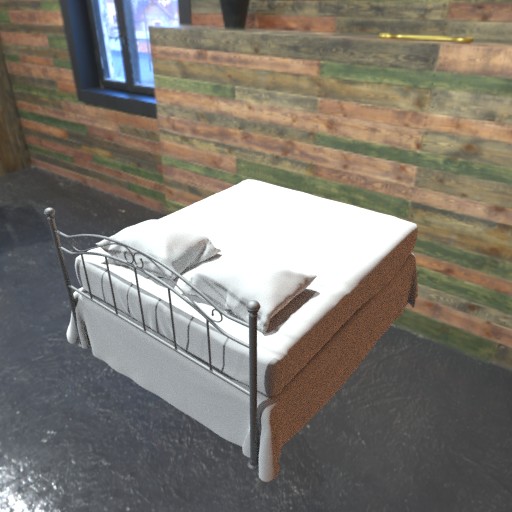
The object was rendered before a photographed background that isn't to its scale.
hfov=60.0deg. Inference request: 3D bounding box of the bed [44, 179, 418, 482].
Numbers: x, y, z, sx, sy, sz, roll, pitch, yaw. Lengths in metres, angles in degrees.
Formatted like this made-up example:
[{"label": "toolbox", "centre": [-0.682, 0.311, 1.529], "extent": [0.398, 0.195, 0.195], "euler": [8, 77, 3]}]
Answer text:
[{"label": "bed", "centre": [0.000, 0.000, 3.274], "extent": [1.936, 1.080, 2.215], "euler": [21, 36, 32]}]
